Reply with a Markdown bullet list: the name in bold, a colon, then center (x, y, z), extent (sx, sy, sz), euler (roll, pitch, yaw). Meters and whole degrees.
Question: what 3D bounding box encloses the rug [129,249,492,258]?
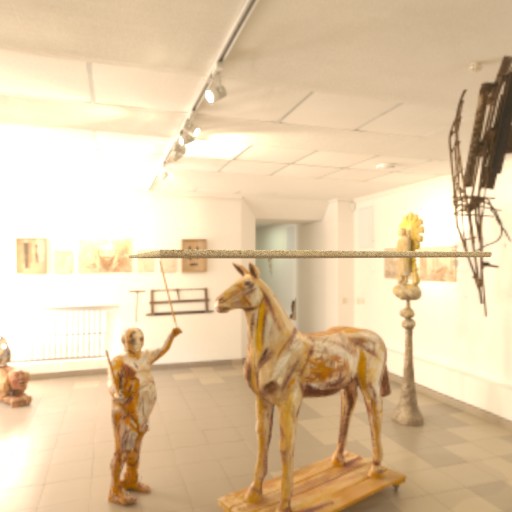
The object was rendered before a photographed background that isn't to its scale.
- **rug**: center (0.000, 0.000, 2.910), extent (1.500, 0.025, 2.346), euler (0, 0, -19)
